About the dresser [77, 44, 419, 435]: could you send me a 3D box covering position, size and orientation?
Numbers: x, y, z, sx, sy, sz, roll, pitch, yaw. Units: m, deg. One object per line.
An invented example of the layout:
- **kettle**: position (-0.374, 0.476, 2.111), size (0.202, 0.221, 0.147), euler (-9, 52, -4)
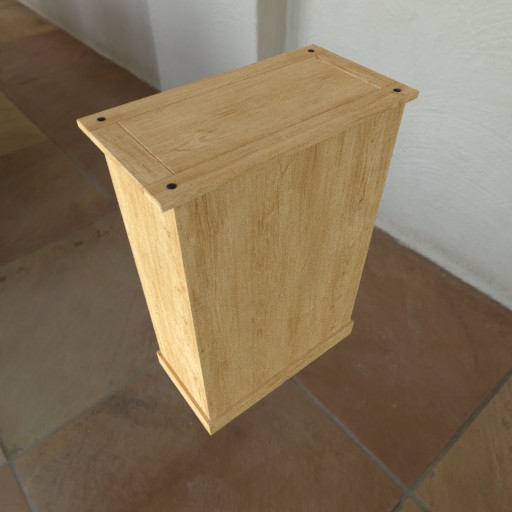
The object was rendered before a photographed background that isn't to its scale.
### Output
- **dresser**: position (0.000, 0.000, 1.781), size (0.915, 1.300, 0.485), euler (-29, 52, -25)
